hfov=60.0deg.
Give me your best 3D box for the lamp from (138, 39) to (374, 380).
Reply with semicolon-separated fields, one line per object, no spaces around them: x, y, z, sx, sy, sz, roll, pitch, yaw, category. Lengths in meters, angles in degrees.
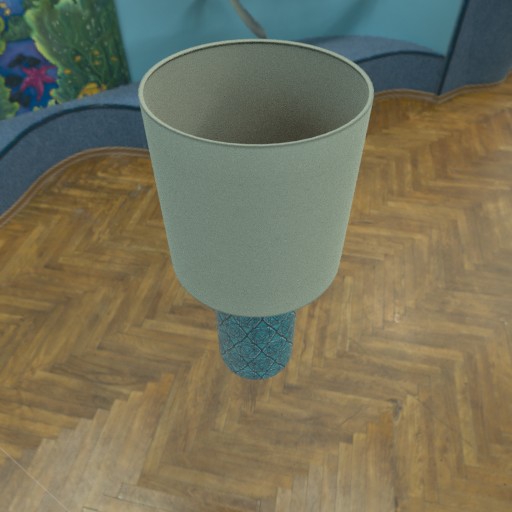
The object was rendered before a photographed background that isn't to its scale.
0.000;0.000;0.746;0.278;0.597;0.278;-24;50;-21;lamp
